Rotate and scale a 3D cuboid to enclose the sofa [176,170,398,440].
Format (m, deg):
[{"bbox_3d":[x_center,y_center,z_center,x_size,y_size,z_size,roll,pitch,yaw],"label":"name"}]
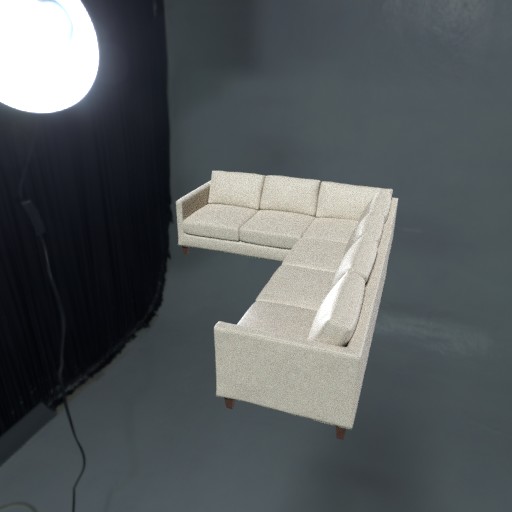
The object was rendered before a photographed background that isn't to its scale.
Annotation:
[{"bbox_3d":[0.000,0.000,4.339,2.432,0.863,3.182,9,27,18],"label":"sofa"}]
